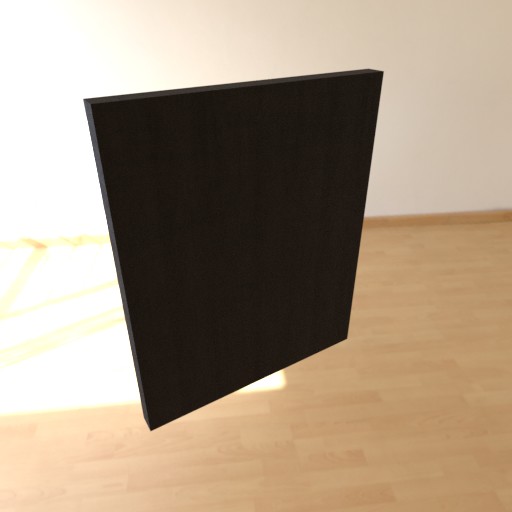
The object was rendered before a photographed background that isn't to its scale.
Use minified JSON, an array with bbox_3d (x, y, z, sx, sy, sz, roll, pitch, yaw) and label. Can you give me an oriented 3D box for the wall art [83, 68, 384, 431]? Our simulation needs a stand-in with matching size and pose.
[{"bbox_3d":[0.000,0.000,0.749,0.455,0.552,0.034,-18,35,-27],"label":"wall art"}]
